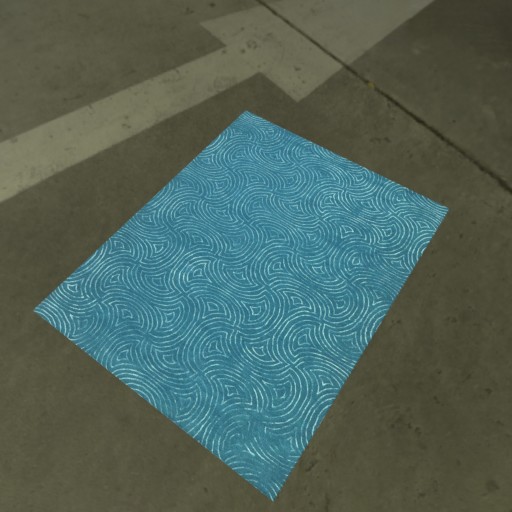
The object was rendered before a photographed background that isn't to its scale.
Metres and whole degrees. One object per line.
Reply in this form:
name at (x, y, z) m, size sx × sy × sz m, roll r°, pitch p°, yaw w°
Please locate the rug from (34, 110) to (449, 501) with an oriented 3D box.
rug at (0.000, 0.000, 3.999) m, size 2.432 × 0.012 × 3.033 m, roll 31°, pitch 63°, yaw 18°
